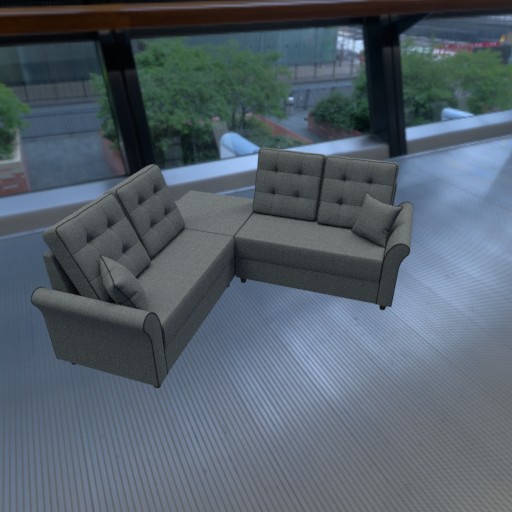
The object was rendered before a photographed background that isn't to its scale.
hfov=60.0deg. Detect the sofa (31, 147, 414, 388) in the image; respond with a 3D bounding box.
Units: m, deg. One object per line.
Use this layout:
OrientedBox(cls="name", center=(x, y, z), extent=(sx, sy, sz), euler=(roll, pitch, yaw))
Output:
OrientedBox(cls="sofa", center=(0.000, 0.000, 3.176), extent=(2.070, 0.988, 2.068), euler=(10, 32, 16))
